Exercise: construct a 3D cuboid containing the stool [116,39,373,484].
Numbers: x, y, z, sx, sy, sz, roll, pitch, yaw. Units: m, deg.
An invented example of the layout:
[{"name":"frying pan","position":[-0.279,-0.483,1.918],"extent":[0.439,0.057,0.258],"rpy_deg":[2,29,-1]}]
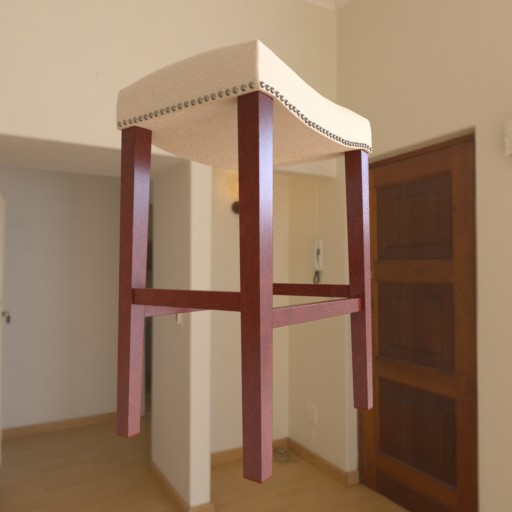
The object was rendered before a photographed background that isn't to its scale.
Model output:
[{"name":"stool","position":[0.000,0.000,1.009],"extent":[0.372,0.742,0.504],"rpy_deg":[-1,-2,35]}]
